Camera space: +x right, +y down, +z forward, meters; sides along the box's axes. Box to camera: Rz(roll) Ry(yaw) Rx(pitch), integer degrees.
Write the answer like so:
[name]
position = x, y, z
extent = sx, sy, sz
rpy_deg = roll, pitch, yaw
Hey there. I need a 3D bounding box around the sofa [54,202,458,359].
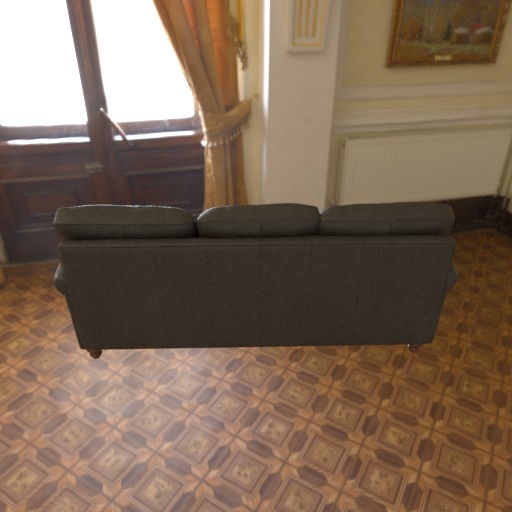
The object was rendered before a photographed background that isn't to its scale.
[sofa]
position = 0.000, 0.000, 2.953
extent = 2.387, 0.977, 0.974
rpy_deg = -1, 30, -1
